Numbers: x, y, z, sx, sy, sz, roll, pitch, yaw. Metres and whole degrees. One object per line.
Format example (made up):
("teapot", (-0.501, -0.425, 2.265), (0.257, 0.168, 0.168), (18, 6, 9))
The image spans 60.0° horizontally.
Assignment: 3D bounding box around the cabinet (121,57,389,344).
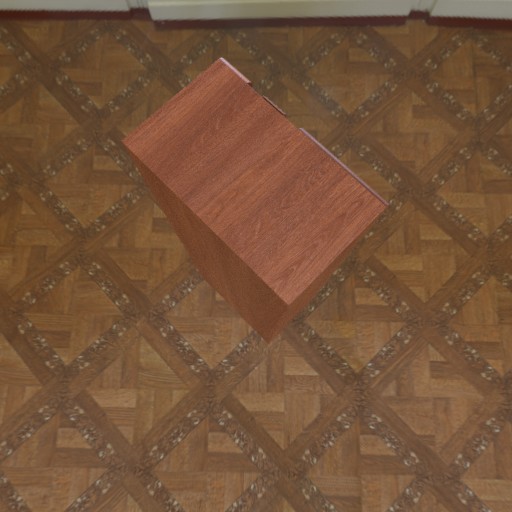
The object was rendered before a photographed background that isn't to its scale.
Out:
("cabinet", (0.000, 0.000, 2.192), (0.420, 1.980, 0.660), (-44, 80, -10))
